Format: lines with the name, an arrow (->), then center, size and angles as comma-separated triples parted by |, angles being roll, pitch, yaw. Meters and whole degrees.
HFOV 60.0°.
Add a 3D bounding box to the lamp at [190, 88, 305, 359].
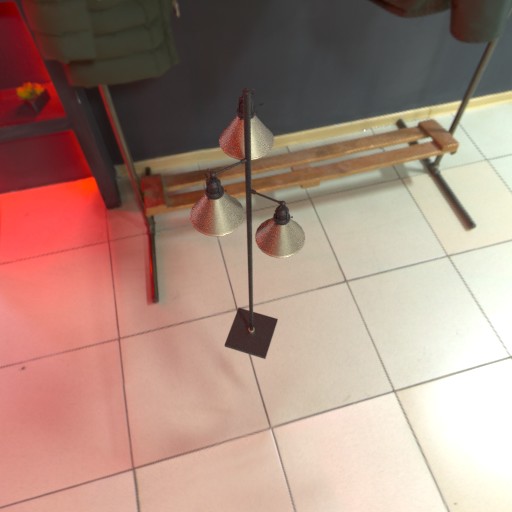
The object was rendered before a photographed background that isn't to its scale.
lamp -> 0.000, 0.000, 1.968 | 0.415, 1.716, 0.428 | 15, 58, 9
